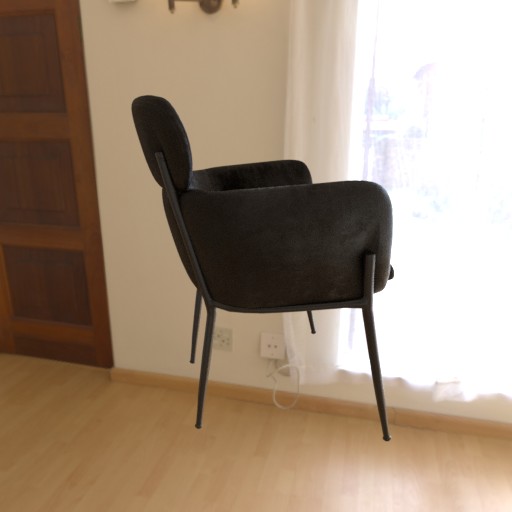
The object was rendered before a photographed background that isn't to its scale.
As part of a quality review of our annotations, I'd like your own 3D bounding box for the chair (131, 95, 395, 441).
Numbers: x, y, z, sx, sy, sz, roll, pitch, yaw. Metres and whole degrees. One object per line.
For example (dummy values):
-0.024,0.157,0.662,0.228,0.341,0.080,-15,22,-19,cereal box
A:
0.000,0.000,1.227,0.604,0.818,0.640,-3,17,-10,chair
